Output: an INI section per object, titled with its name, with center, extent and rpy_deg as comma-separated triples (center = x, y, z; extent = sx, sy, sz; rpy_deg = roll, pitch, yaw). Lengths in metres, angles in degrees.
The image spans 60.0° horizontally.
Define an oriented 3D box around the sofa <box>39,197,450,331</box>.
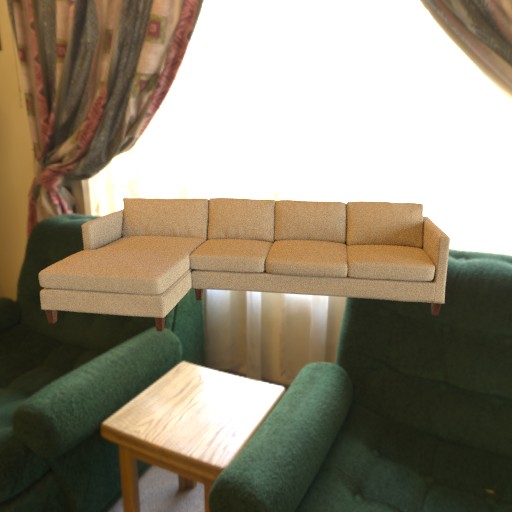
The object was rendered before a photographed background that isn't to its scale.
[sofa]
center = 0.000, 0.000, 3.927
extent = 3.186, 0.846, 1.625
rpy_deg = 3, 16, 9
